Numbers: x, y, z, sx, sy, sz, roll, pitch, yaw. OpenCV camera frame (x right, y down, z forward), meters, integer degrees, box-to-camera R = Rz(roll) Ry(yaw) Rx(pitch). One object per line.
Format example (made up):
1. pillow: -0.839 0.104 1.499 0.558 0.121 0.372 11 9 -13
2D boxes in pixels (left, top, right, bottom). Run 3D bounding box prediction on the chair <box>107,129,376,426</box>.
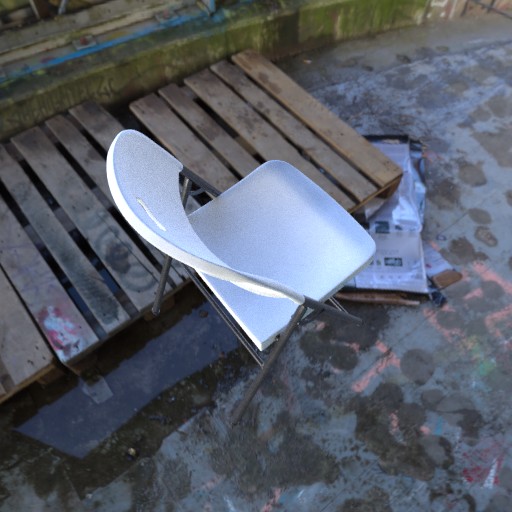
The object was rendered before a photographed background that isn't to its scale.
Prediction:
1. chair: 0.000 0.000 1.189 0.566 0.810 0.494 -33 63 -19
